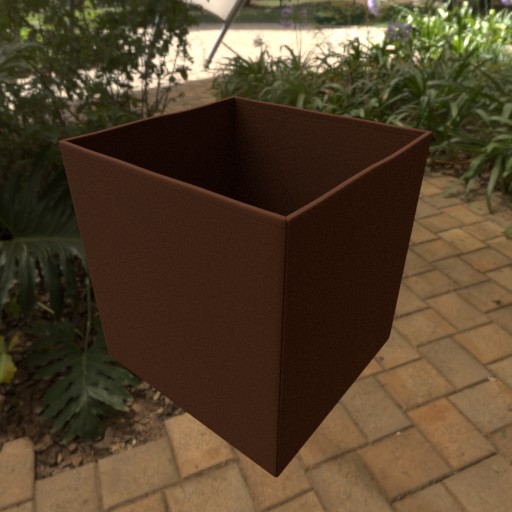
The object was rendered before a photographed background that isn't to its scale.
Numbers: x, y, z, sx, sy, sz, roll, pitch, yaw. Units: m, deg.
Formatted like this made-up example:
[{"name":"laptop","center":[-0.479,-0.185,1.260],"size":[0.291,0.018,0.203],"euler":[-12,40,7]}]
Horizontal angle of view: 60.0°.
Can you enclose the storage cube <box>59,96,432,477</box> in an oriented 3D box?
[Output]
[{"name":"storage cube","center":[0.000,0.000,0.507],"size":[0.270,0.280,0.270],"euler":[23,38,32]}]
